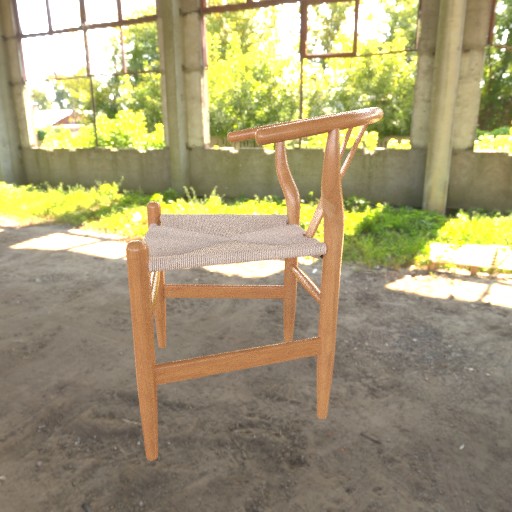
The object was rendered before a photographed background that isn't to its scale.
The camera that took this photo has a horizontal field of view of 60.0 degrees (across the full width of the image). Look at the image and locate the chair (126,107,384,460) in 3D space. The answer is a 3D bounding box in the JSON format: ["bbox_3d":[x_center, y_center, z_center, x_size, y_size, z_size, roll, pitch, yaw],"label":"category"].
[{"bbox_3d":[0.000,0.000,1.148,0.579,0.730,0.569,-2,15,-9],"label":"chair"}]
